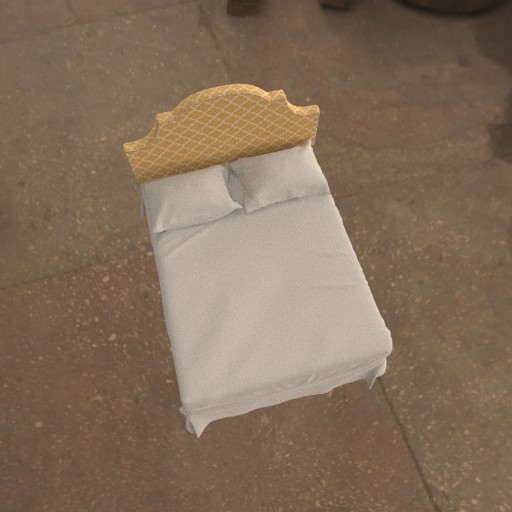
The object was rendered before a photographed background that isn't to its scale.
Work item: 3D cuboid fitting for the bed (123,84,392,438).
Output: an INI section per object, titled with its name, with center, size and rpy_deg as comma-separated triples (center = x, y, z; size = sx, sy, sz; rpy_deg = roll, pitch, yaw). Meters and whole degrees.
[bed]
center = 0.000, 0.000, 3.454
size = 1.780, 1.633, 2.222
rpy_deg = -14, 64, -7
